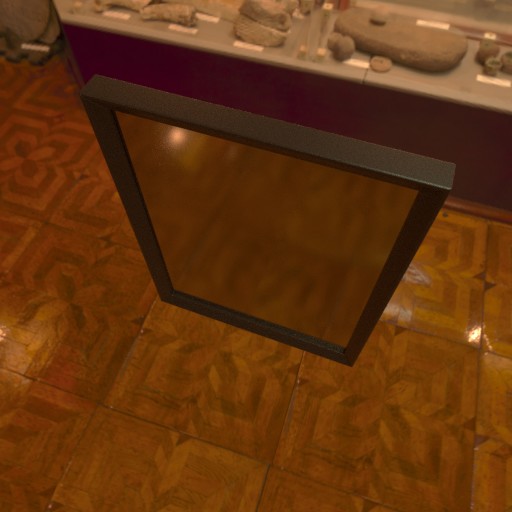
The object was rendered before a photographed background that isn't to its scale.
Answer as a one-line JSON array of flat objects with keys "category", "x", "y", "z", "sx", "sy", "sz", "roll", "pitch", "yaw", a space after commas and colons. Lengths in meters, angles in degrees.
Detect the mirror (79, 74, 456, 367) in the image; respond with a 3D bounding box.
[{"category": "mirror", "x": 0.000, "y": 0.000, "z": 0.677, "sx": 0.406, "sy": 0.509, "sz": 0.041, "roll": 17, "pitch": 59, "yaw": 11}]
